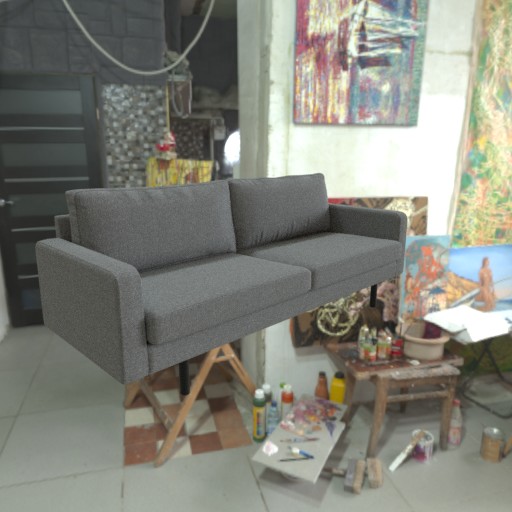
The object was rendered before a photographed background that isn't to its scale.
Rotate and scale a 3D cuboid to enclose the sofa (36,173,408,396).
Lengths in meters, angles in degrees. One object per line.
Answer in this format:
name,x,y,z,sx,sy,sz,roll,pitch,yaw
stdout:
sofa,0.000,0.000,2.661,2.200,0.880,0.880,-13,19,-43
